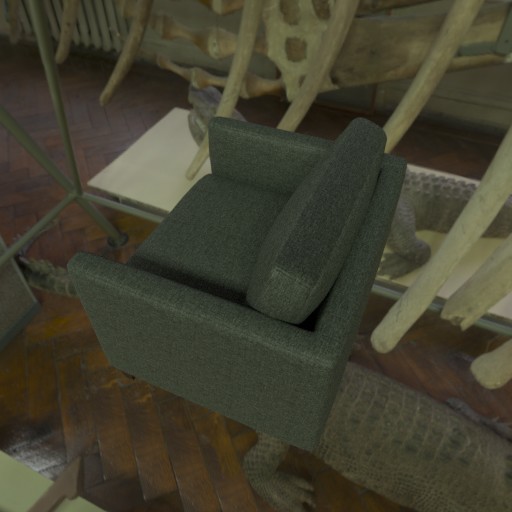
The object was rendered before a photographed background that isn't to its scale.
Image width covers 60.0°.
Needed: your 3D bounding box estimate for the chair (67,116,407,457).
[{"bbox_3d":[0.000,0.000,1.848,0.959,0.963,1.107,18,49,16],"label":"chair"}]
